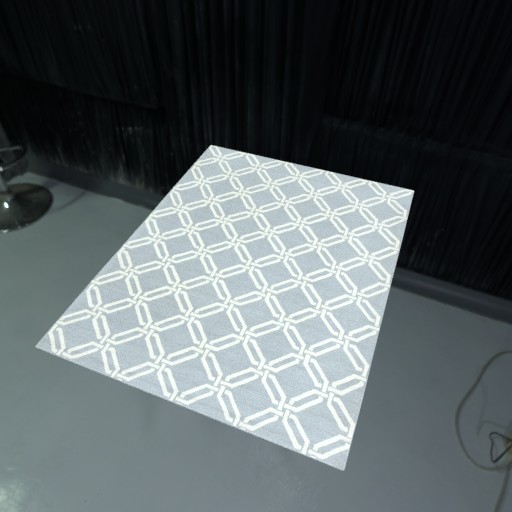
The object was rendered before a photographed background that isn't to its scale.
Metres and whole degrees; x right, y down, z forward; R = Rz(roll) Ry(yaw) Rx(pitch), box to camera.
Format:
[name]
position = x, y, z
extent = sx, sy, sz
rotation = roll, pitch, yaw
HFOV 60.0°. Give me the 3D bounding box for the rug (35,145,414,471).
[rug]
position = 0.000, 0.000, 3.845
extent = 2.288, 0.018, 2.895
rotation = 16, 48, 15
